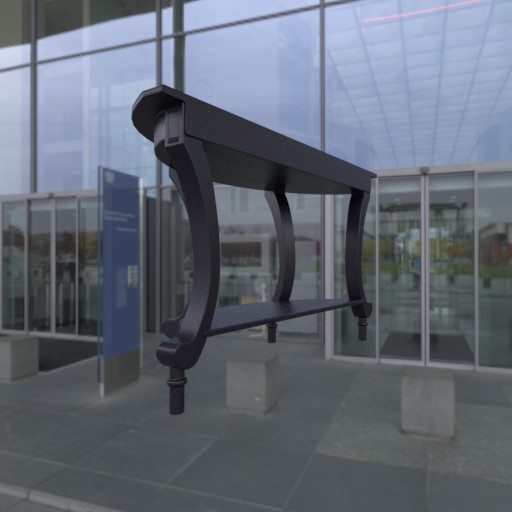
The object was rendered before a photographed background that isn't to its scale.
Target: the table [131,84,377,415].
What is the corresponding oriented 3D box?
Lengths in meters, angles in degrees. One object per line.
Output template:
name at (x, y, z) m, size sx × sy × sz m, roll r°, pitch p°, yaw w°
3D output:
table at (0.000, 0.000, 1.496) m, size 0.394 × 0.692 × 1.198 m, roll 0°, pitch 0°, yaw 36°
